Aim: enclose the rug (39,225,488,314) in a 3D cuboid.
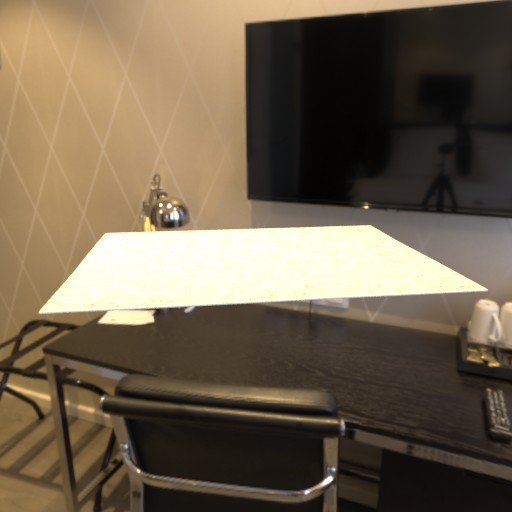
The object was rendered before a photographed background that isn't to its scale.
[{"bbox_3d":[0.000,0.000,2.902,2.202,0.014,1.598,-2,16,-7],"label":"rug"}]
